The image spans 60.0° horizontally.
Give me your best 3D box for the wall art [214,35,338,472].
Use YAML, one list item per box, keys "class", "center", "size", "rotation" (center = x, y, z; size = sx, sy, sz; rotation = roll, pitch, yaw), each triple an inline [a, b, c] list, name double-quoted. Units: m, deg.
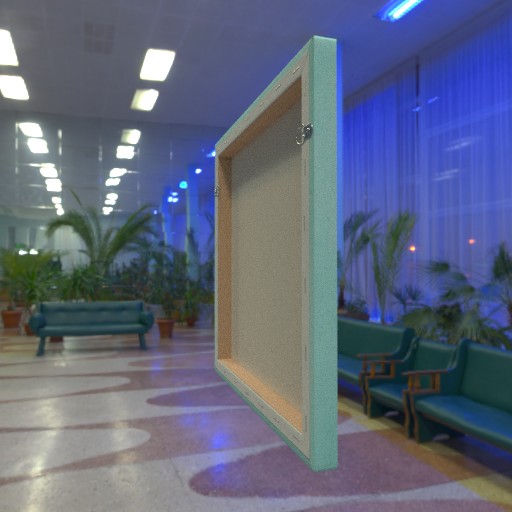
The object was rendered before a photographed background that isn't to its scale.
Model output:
- class: "wall art"
  center: [0.000, 0.000, 1.141]
  size: [0.054, 0.766, 0.765]
  rotation: [0, -1, -19]
